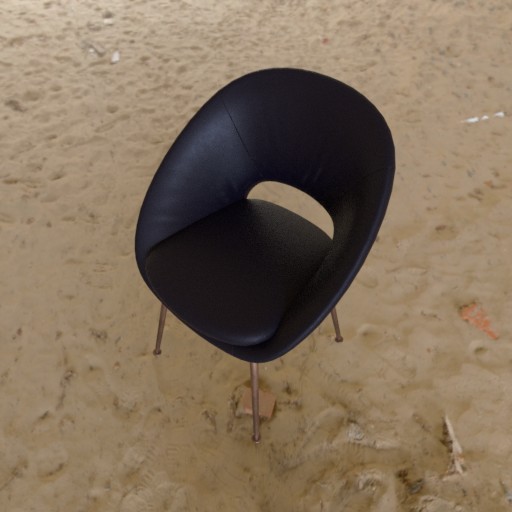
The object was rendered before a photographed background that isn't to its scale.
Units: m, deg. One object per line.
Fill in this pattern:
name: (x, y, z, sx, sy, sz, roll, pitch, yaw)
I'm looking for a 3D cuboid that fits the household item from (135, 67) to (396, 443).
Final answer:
household item: (0.000, 0.000, 1.251, 0.623, 0.852, 0.573, 32, 55, 26)
